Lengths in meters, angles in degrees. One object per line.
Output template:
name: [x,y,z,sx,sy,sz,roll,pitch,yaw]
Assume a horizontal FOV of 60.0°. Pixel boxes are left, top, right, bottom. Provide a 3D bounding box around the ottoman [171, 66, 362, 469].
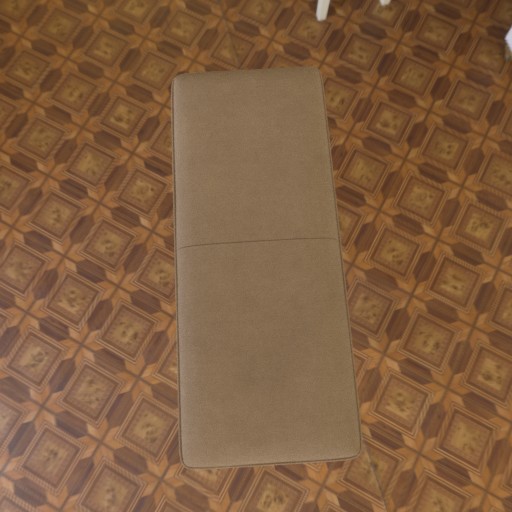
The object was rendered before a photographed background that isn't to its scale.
ottoman: [0.000,0.000,2.032,0.735,0.460,1.726,-4,77,-1]
